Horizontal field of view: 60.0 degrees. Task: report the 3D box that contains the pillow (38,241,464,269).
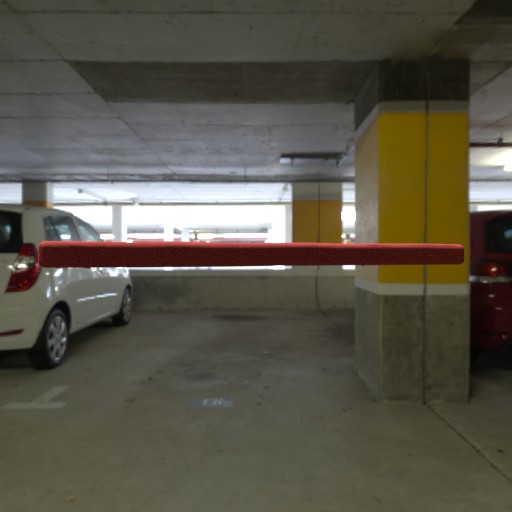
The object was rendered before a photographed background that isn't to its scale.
[{"bbox_3d":[0.000,0.000,1.357,1.187,0.081,0.492,0,0,-18],"label":"pillow"}]
